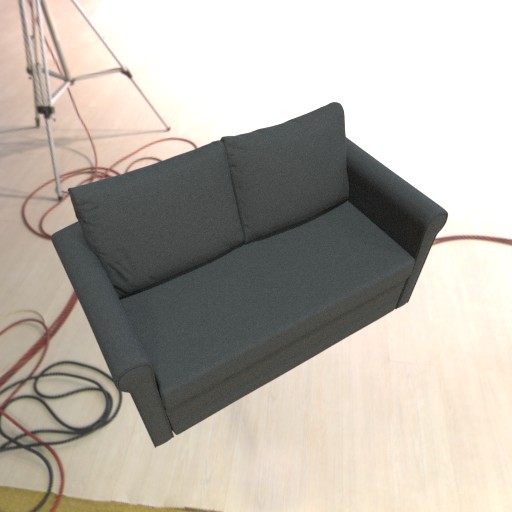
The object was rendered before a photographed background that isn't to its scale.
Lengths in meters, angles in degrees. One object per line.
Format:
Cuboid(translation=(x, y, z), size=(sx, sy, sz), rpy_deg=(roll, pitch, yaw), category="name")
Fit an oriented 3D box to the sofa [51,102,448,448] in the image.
Cuboid(translation=(0.000, 0.000, 1.930), size=(1.460, 0.872, 0.741), rpy_deg=(-24, 52, -21), category="sofa")
